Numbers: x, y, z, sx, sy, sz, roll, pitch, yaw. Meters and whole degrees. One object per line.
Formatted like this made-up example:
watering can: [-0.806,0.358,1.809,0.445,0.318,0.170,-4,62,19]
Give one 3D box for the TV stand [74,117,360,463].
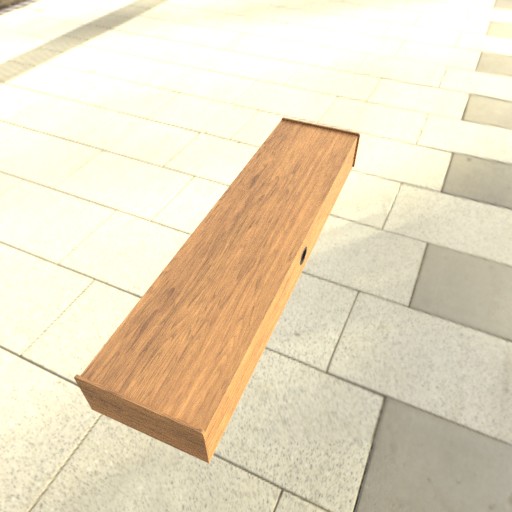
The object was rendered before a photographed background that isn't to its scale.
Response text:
TV stand: [0.000,0.000,2.041,0.467,0.415,1.796,17,48,16]
